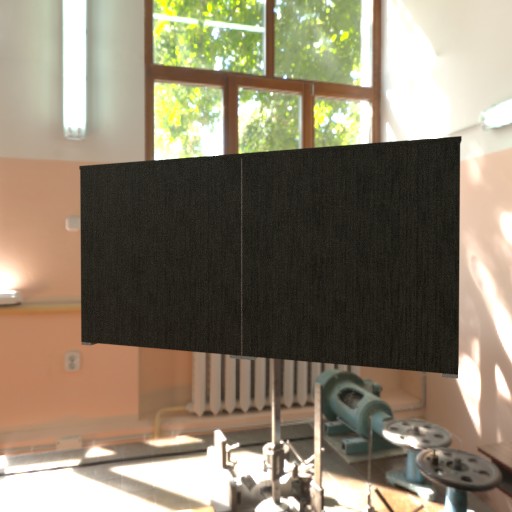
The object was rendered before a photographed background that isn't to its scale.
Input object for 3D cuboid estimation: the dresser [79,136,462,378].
[{"bbox_3d":[0.000,0.000,1.858,1.535,0.790,0.333,0,1,20],"label":"dresser"}]
